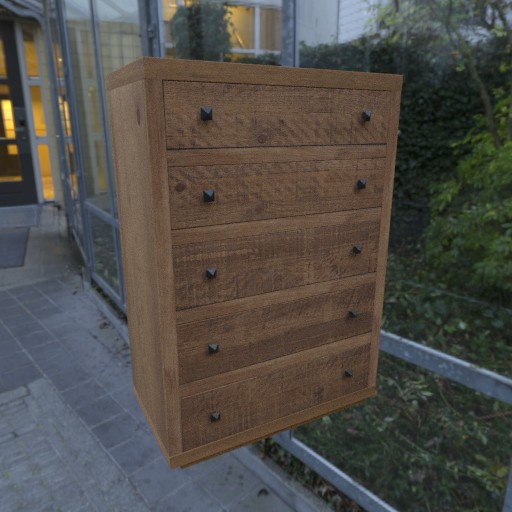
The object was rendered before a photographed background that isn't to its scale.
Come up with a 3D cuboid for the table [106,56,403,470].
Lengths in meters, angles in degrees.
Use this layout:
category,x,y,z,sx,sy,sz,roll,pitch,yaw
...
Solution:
category,x,y,z,sx,sy,sz,roll,pitch,yaw
table,0.000,0.000,1.702,0.901,1.294,0.524,-9,18,-27
